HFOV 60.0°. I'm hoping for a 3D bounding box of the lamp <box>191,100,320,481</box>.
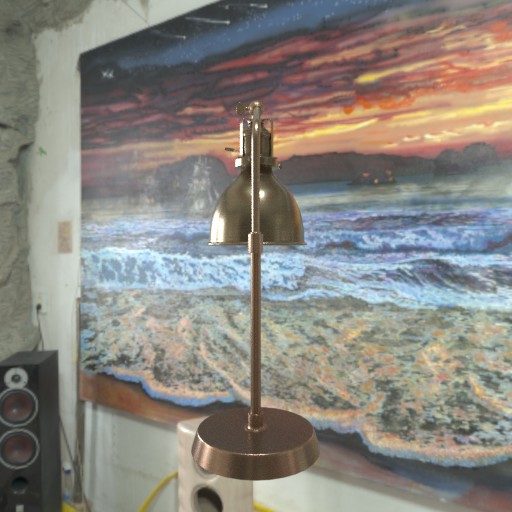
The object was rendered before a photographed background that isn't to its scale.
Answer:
[{"bbox_3d":[0.000,0.000,0.593,0.153,0.456,0.286,0,1,0],"label":"lamp"}]
